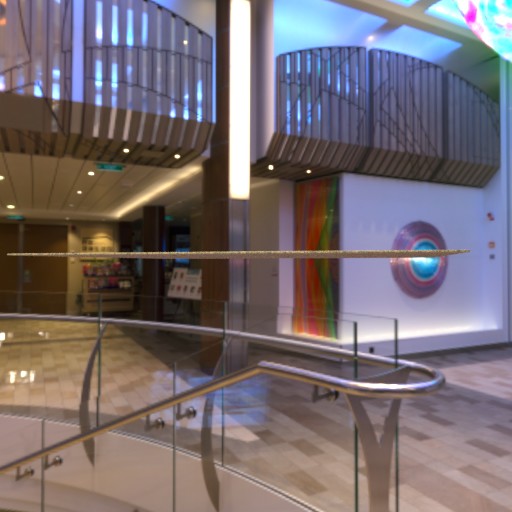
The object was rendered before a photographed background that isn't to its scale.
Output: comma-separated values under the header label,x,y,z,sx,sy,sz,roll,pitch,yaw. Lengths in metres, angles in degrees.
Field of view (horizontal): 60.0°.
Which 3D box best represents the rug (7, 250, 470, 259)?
label,x,y,z,sx,sy,sz,roll,pitch,yaw
rug,0.000,0.000,4.047,3.201,0.014,2.437,0,-1,17
